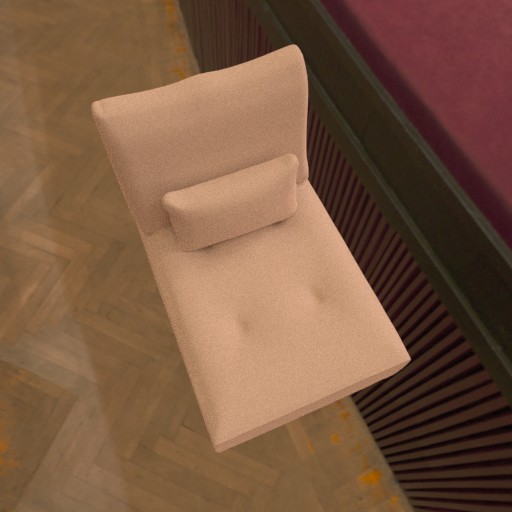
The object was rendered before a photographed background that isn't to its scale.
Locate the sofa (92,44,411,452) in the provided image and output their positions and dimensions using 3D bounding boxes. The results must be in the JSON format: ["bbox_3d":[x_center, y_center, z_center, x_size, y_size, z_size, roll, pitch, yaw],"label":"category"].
[{"bbox_3d":[0.000,0.000,1.506,0.700,0.820,1.000,-20,65,-10],"label":"sofa"}]
